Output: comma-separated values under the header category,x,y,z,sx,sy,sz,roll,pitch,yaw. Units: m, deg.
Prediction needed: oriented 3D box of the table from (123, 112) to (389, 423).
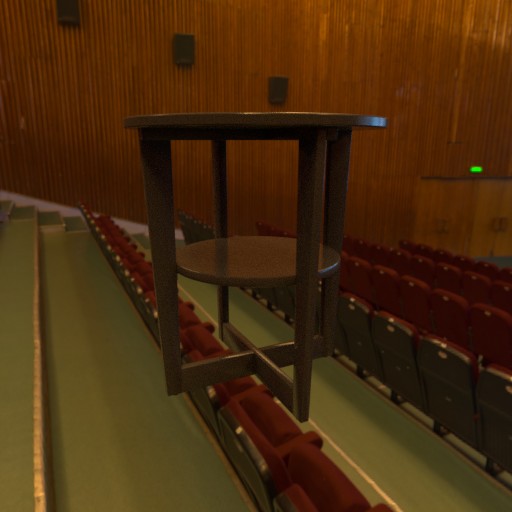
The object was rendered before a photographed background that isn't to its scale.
category,x,y,z,sx,sy,sz,roll,pitch,yaw
table,0.000,0.000,0.937,0.500,0.550,0.500,0,15,0
